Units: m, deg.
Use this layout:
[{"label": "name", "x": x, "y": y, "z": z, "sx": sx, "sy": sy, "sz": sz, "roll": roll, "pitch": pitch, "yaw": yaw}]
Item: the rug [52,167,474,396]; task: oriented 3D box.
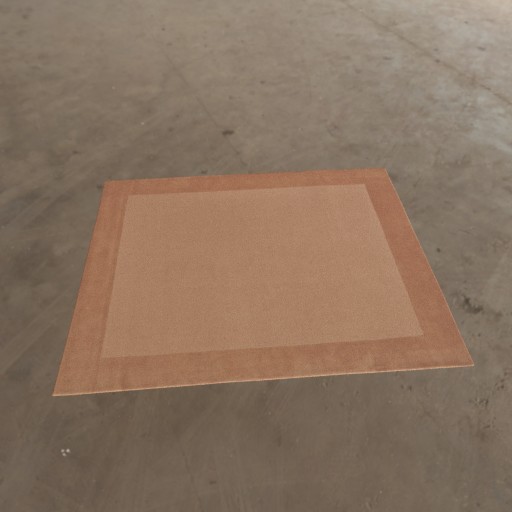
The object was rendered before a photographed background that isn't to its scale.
[{"label": "rug", "x": 0.000, "y": 0.000, "z": 4.007, "sx": 3.057, "sy": 0.021, "sz": 2.431, "roll": -3, "pitch": 48, "yaw": -3}]
